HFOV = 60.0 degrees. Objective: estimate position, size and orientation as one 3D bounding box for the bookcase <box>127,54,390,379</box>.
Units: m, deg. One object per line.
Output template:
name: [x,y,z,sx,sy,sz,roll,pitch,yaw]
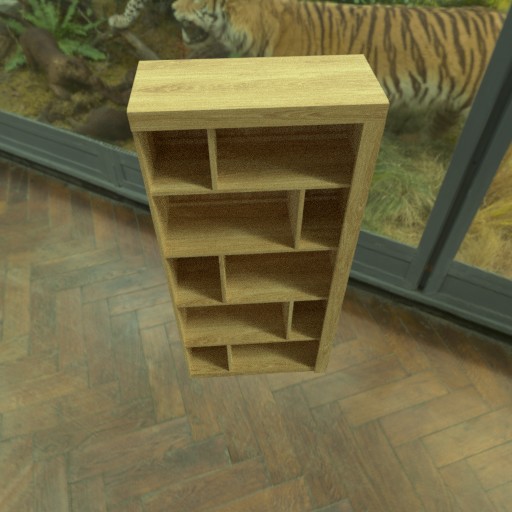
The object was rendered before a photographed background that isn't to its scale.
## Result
bookcase: [0.000,0.000,2.474,0.950,2.020,0.420,-3,47,-3]
